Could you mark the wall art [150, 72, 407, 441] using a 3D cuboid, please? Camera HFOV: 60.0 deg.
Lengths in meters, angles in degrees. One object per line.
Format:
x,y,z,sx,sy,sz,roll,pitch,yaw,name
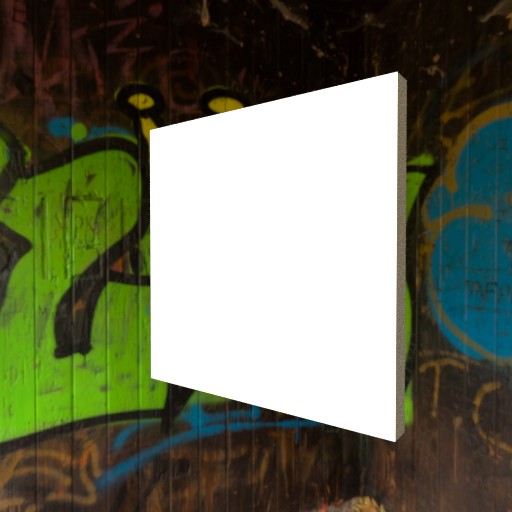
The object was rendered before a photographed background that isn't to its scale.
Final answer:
0.000,0.000,0.541,0.355,0.355,0.027,1,1,36,wall art
